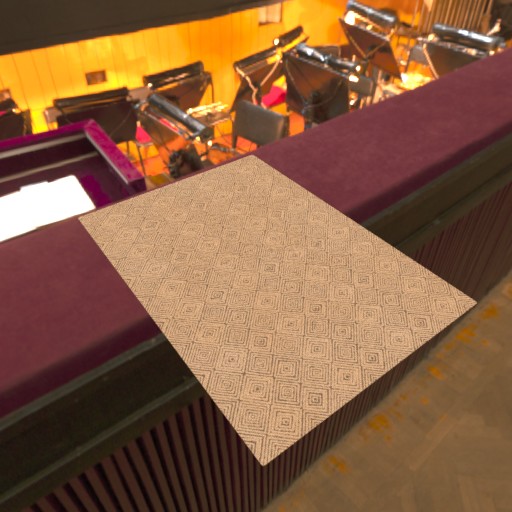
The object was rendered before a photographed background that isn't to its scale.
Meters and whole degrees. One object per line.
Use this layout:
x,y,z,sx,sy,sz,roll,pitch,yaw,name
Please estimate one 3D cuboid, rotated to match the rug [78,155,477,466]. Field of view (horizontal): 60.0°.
0.000,0.000,2.932,1.593,0.008,2.238,-26,48,-27,rug
